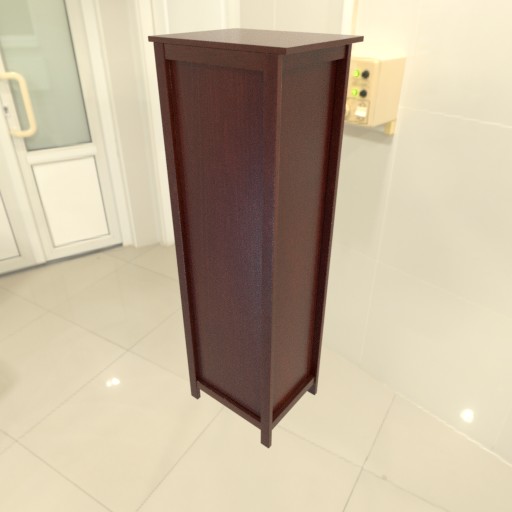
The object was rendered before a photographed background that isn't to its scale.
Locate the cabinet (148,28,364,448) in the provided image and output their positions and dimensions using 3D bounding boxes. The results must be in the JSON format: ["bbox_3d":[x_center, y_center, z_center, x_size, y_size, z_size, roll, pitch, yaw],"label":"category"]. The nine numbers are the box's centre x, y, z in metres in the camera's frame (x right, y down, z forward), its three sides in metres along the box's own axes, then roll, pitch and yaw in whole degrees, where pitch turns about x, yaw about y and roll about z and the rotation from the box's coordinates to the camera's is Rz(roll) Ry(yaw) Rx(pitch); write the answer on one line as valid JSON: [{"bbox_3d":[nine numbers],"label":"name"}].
[{"bbox_3d":[0.000,0.000,1.701,0.500,1.518,0.401,22,37,32],"label":"cabinet"}]
